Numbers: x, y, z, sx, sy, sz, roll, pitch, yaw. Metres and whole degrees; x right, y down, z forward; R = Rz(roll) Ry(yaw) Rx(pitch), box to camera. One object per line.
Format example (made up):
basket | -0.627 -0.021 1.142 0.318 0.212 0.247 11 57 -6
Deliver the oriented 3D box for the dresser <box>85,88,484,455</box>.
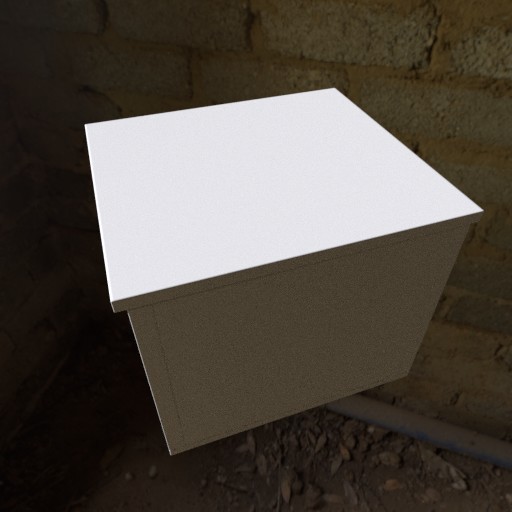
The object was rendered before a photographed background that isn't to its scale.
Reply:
dresser | 0.000 0.000 0.729 0.430 0.360 0.400 -13 44 -14
